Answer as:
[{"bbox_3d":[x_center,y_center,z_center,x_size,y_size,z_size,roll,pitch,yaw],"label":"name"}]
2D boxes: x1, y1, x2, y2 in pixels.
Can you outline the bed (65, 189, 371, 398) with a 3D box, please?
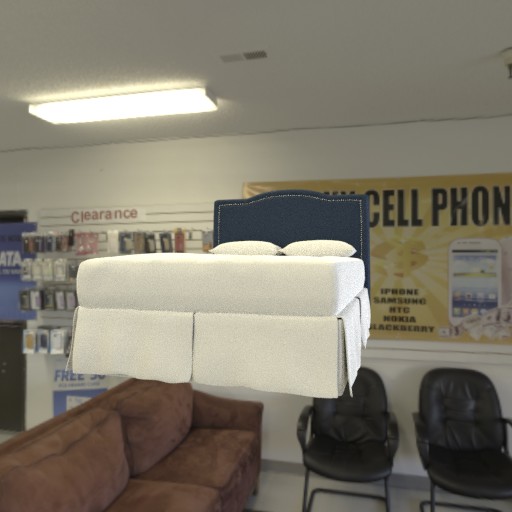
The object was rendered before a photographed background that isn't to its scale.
[{"bbox_3d":[0.000,0.000,3.607,1.741,1.441,2.507,0,0,17],"label":"bed"}]
